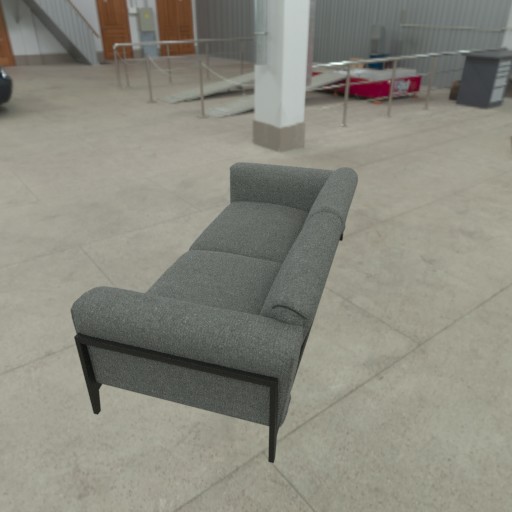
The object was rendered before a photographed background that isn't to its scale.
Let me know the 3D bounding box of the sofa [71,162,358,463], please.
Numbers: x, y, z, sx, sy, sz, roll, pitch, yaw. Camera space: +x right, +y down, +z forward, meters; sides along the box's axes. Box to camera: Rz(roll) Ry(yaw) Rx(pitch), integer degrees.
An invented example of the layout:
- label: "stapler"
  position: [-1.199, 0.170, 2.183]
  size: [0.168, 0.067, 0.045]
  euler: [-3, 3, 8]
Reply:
- label: "sofa"
  position: [0.000, 0.000, 2.651]
  size: [0.985, 0.703, 2.125]
  euler: [9, 30, 15]
